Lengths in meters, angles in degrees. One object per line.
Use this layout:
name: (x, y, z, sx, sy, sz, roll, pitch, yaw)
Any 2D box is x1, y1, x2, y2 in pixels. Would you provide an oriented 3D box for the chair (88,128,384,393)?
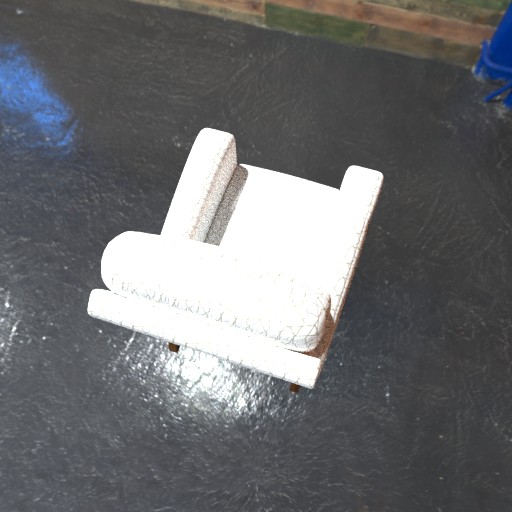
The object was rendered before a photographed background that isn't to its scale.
chair: (0.000, 0.000, 1.729, 0.796, 1.064, 0.995, 16, 65, 8)
